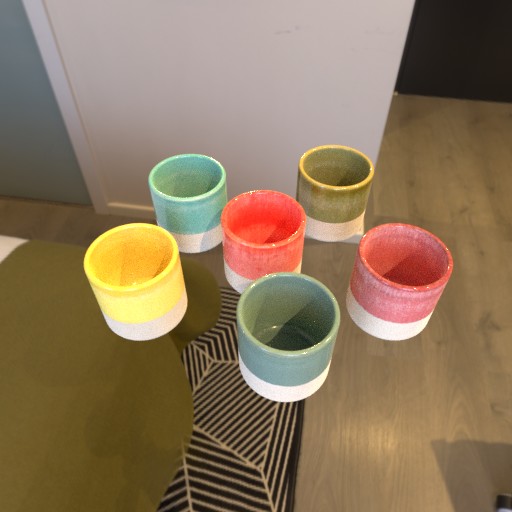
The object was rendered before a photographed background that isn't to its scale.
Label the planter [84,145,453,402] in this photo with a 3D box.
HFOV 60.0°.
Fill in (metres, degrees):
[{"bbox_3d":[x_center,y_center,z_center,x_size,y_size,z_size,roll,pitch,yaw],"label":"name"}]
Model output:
[{"bbox_3d":[0.000,0.000,0.407,0.286,0.075,0.257,-15,49,-14],"label":"planter"}]
